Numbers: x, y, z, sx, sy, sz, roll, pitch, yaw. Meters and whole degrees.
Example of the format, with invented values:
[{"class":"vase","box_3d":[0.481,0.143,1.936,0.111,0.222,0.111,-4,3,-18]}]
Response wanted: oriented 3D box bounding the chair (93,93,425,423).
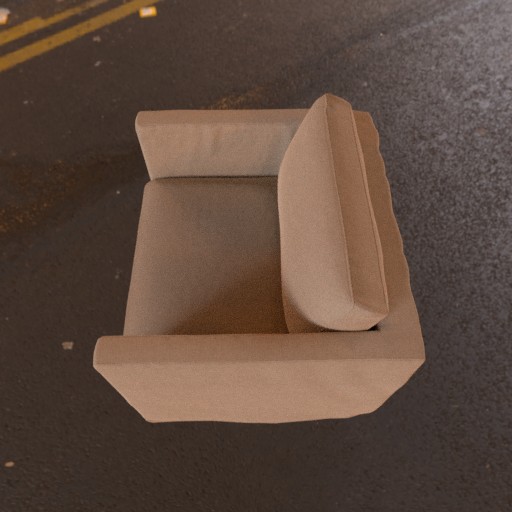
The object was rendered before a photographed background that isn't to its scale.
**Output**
[{"class":"chair","box_3d":[0.000,0.000,1.698,0.949,0.867,1.057,-1,58,-1]}]
